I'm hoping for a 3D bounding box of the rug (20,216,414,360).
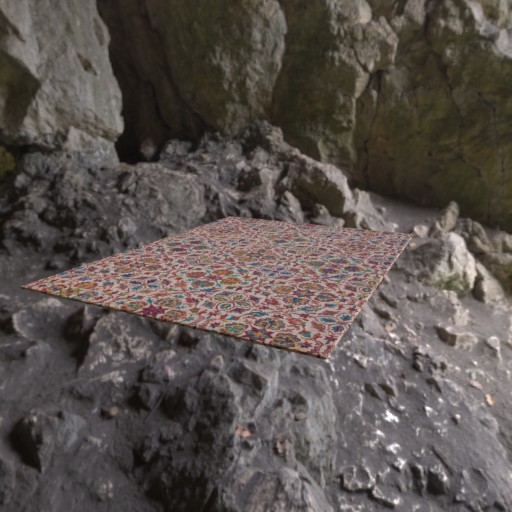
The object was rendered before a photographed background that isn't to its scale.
[{"bbox_3d":[0.000,0.000,4.241,2.446,0.020,3.215,8,18,26],"label":"rug"}]
